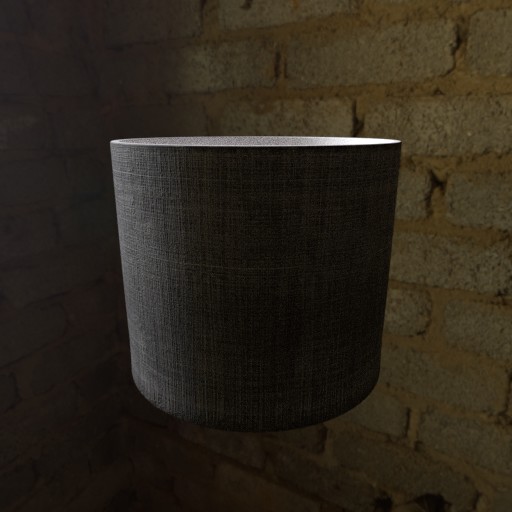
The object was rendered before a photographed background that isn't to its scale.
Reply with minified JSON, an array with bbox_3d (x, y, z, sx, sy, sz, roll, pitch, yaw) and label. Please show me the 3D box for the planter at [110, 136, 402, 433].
[{"bbox_3d":[0.000,0.000,0.436,0.254,0.221,0.254,0,16,0],"label":"planter"}]
